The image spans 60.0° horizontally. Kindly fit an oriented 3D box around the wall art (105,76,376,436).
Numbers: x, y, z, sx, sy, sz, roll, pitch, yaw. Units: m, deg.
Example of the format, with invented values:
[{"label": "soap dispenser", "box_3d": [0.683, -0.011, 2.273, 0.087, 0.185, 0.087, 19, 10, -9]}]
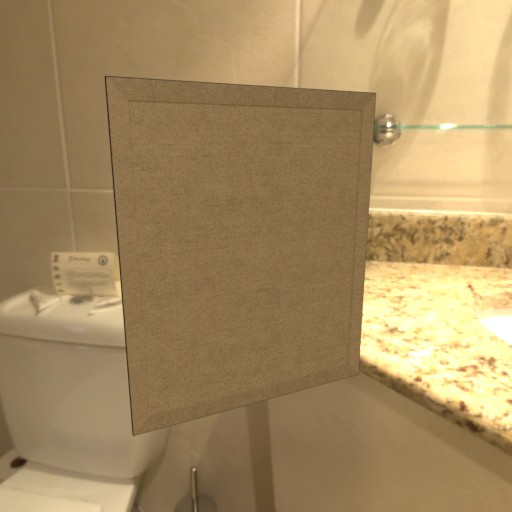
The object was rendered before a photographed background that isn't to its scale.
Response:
[{"label": "wall art", "box_3d": [0.000, 0.000, 0.635, 0.381, 0.457, 0.023, -7, 16, -25]}]
